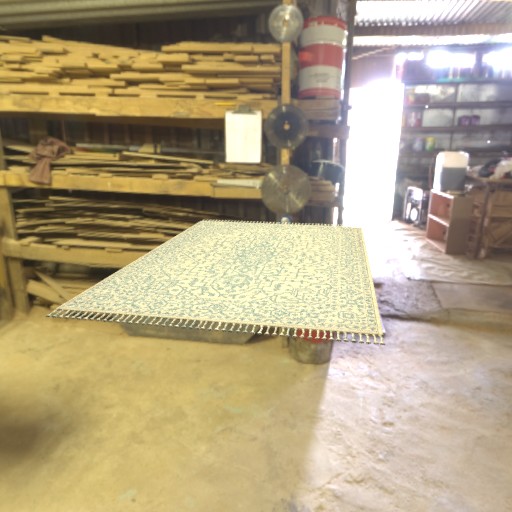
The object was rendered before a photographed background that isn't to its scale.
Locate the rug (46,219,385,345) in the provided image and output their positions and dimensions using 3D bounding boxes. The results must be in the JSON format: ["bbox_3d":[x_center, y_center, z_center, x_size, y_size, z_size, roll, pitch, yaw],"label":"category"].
[{"bbox_3d":[0.000,0.000,3.068,1.524,0.010,2.438,3,16,10],"label":"rug"}]
